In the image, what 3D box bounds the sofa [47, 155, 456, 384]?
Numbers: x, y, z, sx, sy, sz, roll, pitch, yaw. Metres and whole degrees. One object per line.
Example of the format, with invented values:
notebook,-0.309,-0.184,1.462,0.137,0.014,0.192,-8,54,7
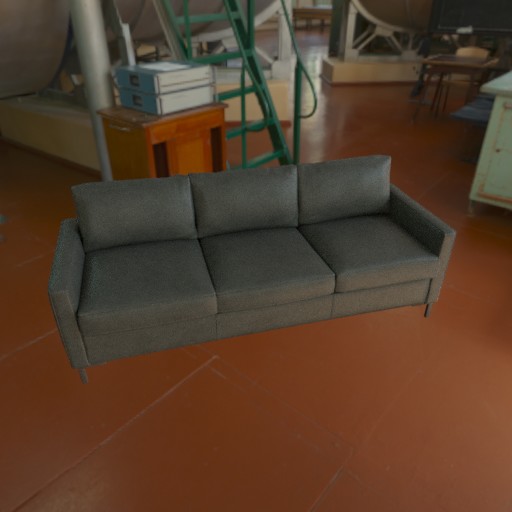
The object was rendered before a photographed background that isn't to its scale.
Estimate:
sofa,0.000,0.000,2.432,2.029,0.805,0.748,-8,33,-13
